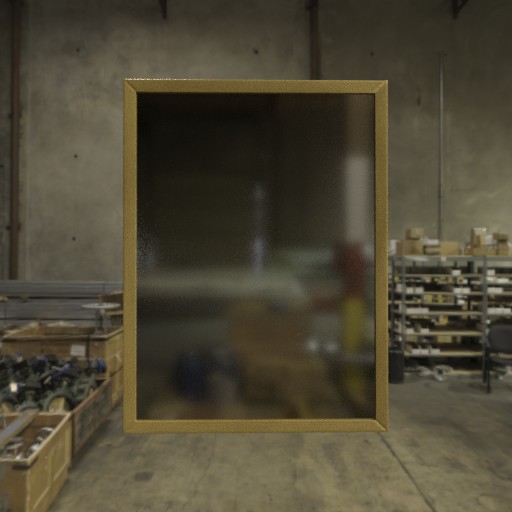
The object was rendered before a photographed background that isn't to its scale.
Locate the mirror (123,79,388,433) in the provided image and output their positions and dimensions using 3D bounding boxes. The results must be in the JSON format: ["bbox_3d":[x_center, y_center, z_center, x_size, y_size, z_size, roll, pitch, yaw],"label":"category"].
[{"bbox_3d":[0.000,0.000,1.295,0.762,1.016,0.040,0,0,-1],"label":"mirror"}]
